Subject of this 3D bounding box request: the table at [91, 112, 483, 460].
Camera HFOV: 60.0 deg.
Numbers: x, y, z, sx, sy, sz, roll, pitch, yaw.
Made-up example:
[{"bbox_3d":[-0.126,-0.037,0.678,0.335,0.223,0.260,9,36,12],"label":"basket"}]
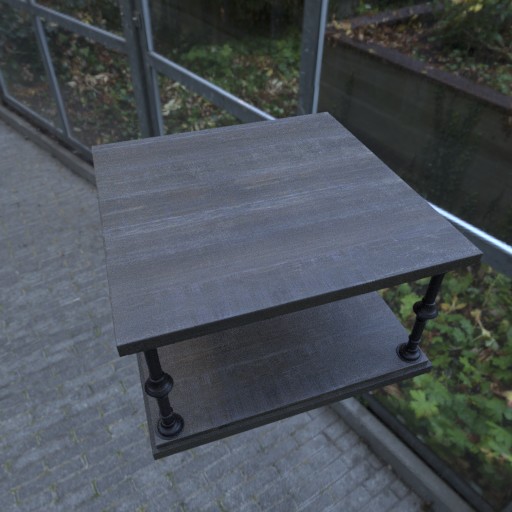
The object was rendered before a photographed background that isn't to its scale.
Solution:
[{"bbox_3d":[0.000,0.000,1.156,0.696,0.400,0.696,-13,43,-14],"label":"table"}]
